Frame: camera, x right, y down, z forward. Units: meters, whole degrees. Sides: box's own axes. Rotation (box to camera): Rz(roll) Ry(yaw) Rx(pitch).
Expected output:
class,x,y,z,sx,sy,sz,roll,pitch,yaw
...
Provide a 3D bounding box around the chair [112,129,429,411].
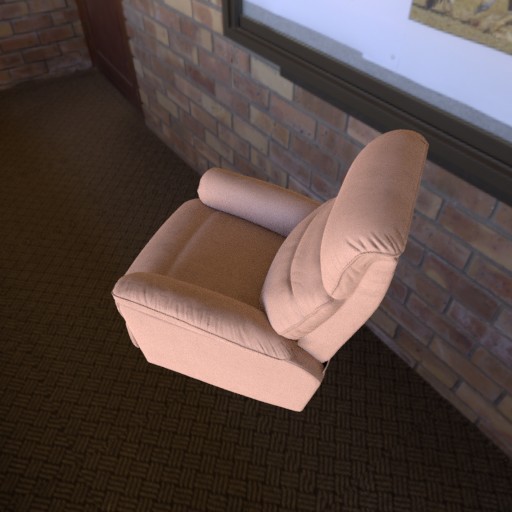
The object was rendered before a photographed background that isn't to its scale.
class,x,y,z,sx,sy,sz,roll,pitch,yaw
chair,0.000,0.000,1.735,1.004,1.037,0.820,16,48,15
